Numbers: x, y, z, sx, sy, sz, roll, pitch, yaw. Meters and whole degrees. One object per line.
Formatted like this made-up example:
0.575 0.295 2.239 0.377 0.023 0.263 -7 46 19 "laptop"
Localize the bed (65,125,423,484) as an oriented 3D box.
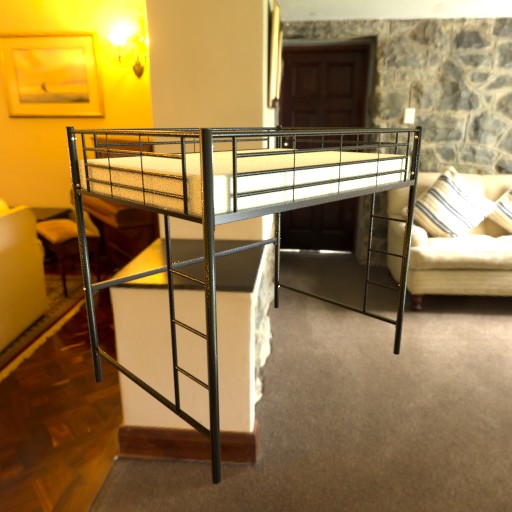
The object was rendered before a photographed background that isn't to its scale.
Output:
0.000 0.000 3.210 1.994 1.803 1.397 -16 23 -43 "bed"
